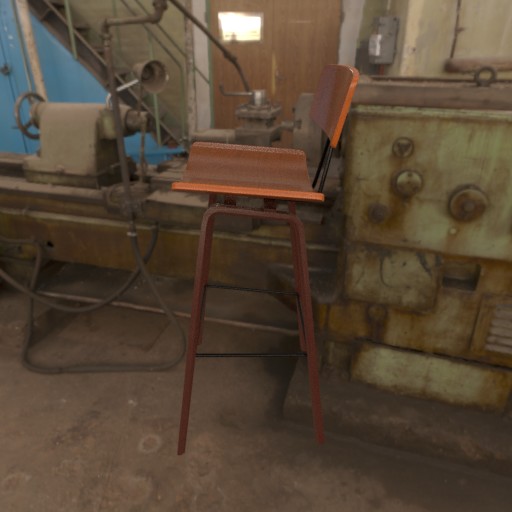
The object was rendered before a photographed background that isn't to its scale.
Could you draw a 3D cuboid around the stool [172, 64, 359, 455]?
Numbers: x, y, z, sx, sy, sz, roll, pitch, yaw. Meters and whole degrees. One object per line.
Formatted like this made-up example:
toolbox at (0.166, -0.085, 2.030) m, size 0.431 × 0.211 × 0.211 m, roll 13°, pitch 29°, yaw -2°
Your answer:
stool at (0.000, 0.000, 1.230) m, size 0.440 × 0.969 × 0.509 m, roll 0°, pitch 27°, yaw -1°
